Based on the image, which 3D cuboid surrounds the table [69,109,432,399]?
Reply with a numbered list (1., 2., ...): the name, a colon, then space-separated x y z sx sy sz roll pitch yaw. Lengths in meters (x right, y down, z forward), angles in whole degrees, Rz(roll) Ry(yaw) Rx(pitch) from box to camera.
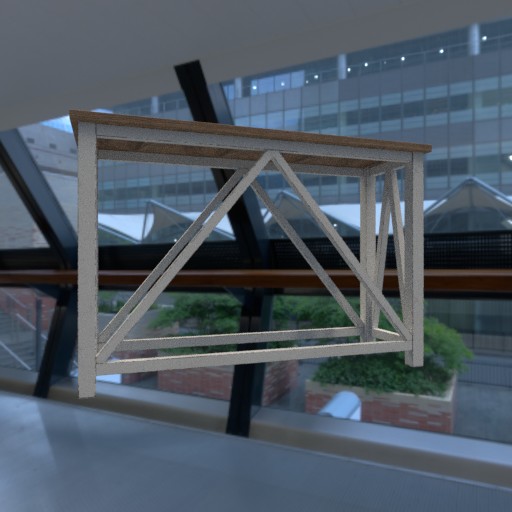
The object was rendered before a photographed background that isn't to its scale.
1. table: 0.000 0.000 1.841 1.400 0.930 0.450 0 0 -19
